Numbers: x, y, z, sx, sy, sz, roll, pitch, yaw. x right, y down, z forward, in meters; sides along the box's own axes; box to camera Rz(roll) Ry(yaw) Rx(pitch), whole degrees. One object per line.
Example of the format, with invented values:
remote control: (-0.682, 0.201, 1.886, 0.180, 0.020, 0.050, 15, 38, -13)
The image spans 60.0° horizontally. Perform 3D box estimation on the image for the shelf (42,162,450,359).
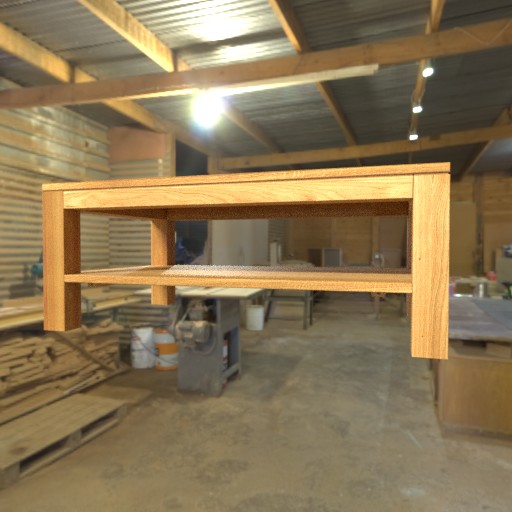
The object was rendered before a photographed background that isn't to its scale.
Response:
shelf: (0.000, 0.000, 1.518, 1.150, 0.450, 0.700, 0, 1, 18)
